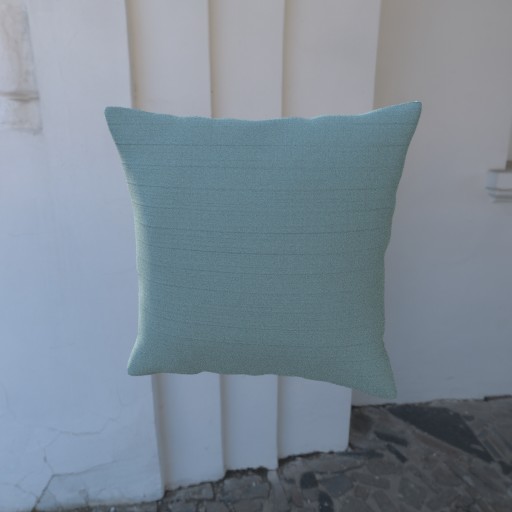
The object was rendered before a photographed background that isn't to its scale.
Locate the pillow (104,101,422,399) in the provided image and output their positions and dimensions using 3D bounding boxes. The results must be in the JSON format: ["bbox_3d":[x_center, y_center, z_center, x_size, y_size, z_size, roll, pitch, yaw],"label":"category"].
[{"bbox_3d":[0.000,0.000,0.706,0.470,0.464,0.175,2,16,8],"label":"pillow"}]
